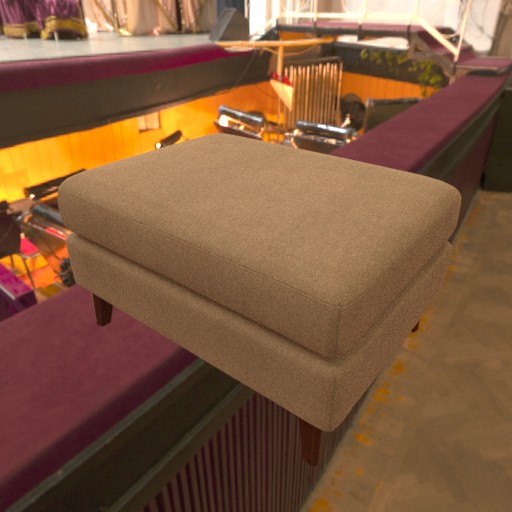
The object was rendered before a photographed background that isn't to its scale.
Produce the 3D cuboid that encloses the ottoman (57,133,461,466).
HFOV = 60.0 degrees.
[{"bbox_3d":[0.000,0.000,1.168,0.823,0.478,0.610,21,36,33],"label":"ottoman"}]
